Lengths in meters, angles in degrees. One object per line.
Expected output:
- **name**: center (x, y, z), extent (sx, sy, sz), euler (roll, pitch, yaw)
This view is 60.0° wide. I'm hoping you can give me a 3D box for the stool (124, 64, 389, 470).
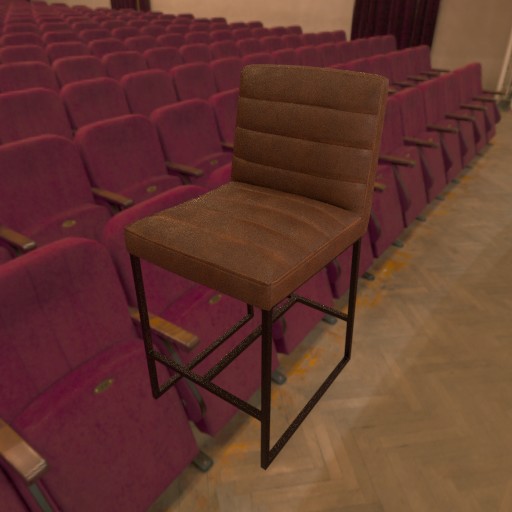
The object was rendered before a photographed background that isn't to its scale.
- **stool**: center (0.000, 0.000, 1.252), extent (0.463, 0.942, 0.562), euler (20, 35, 30)
